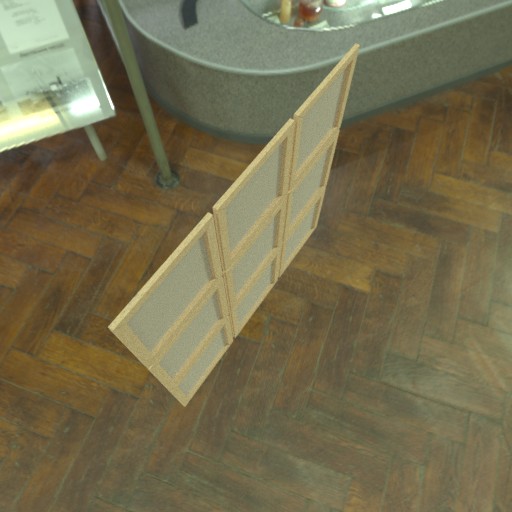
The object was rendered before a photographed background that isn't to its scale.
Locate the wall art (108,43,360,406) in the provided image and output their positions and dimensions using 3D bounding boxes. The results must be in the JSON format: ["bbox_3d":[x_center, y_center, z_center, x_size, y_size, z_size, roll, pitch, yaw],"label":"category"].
[{"bbox_3d":[0.000,0.000,1.815,0.016,1.207,1.217,32,67,15],"label":"wall art"}]
